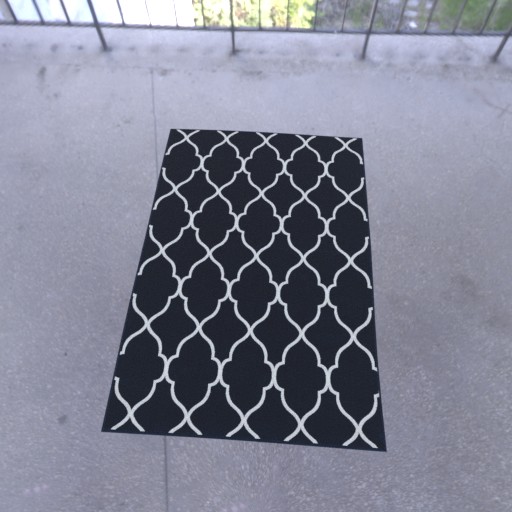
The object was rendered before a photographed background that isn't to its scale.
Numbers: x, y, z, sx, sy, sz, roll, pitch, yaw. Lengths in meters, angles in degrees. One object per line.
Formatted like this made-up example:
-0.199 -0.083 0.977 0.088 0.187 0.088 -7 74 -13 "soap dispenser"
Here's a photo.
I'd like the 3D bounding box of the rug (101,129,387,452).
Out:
0.000 0.000 2.924 1.526 0.014 2.290 3 59 2 "rug"
